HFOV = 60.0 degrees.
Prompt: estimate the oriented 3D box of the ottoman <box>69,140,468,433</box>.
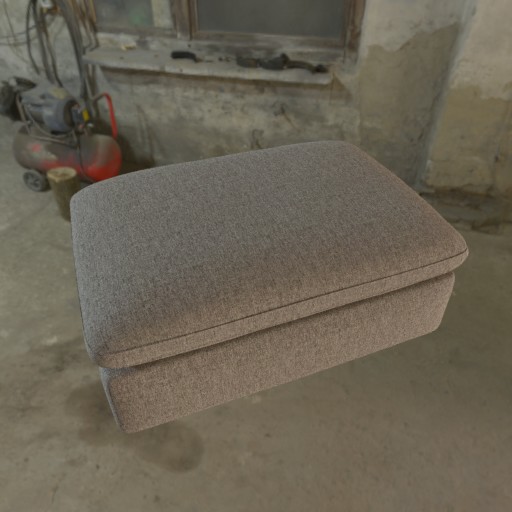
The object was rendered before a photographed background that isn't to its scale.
[{"bbox_3d":[0.000,0.000,1.327,0.977,0.451,0.694,-14,42,-16],"label":"ottoman"}]
